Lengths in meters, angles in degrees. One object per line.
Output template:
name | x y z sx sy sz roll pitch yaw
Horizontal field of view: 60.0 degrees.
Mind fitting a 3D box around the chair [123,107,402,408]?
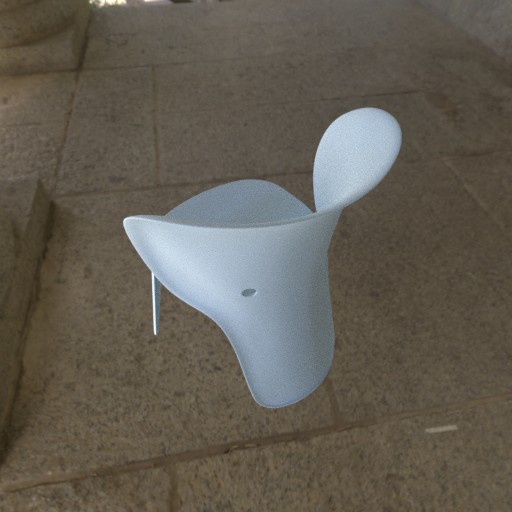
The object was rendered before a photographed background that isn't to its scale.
chair | 0.000 0.000 0.867 0.451 0.554 0.402 -31 54 -26
